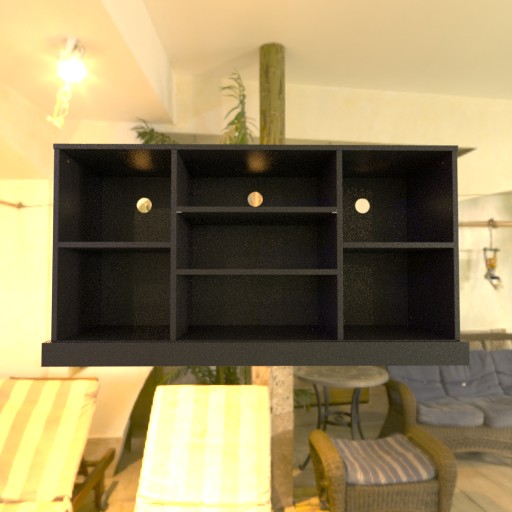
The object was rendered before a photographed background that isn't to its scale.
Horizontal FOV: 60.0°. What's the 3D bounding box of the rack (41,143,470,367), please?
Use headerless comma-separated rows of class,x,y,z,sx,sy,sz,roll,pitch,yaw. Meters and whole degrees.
rack,0.000,0.000,1.458,1.206,0.635,0.399,0,-2,-1
